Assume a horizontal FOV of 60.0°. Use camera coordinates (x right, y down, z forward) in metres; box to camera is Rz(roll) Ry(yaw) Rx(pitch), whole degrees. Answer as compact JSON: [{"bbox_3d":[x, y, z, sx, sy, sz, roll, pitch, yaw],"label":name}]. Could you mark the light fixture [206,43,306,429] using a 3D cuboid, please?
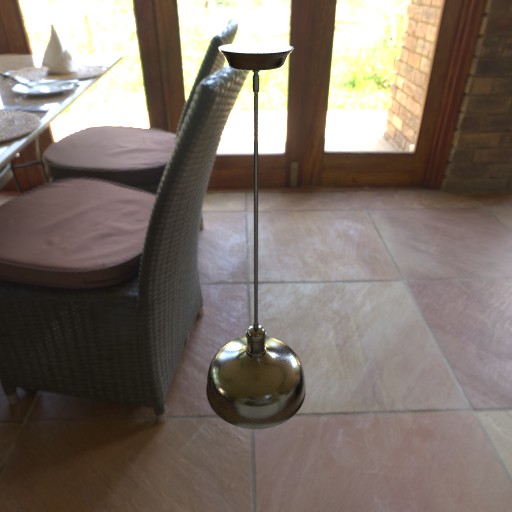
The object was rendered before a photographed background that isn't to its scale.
[{"bbox_3d":[0.000,0.000,1.090,0.299,0.935,0.299,1,32,1],"label":"light fixture"}]
